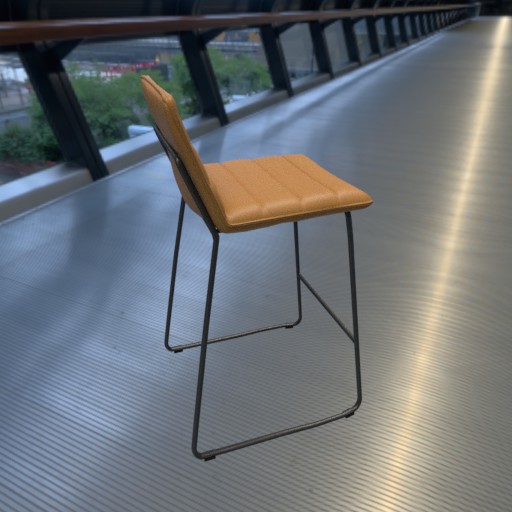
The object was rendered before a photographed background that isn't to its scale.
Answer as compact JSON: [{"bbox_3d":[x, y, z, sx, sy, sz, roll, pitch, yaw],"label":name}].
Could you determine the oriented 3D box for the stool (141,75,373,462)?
[{"bbox_3d":[0.000,0.000,1.246,0.524,0.936,0.489,-9,30,-17],"label":"stool"}]
